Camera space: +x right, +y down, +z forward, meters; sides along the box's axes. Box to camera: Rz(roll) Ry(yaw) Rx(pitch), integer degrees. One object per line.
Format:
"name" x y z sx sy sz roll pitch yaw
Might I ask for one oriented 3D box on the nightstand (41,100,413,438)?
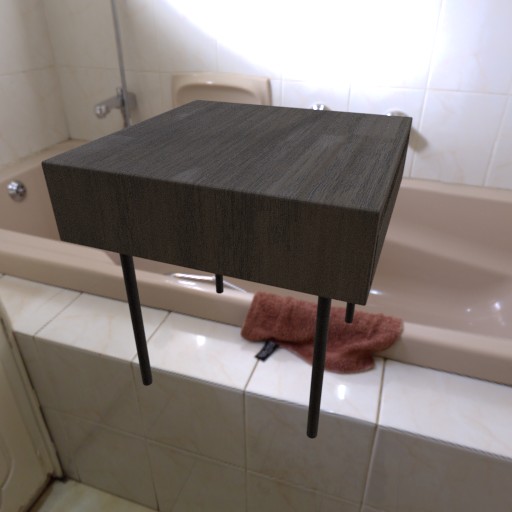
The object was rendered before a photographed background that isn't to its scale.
"nightstand" 0.000 0.000 0.915 0.503 0.497 0.502 11 32 18
